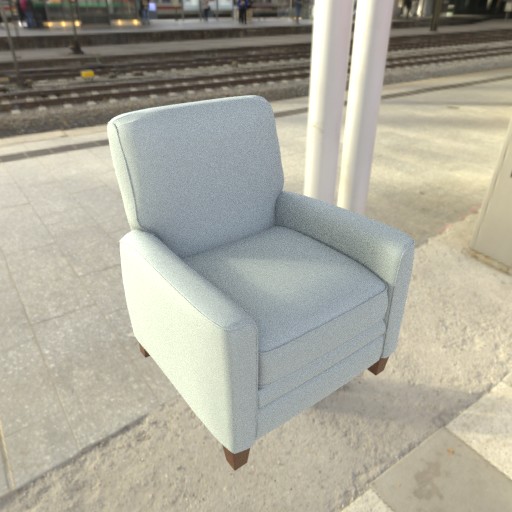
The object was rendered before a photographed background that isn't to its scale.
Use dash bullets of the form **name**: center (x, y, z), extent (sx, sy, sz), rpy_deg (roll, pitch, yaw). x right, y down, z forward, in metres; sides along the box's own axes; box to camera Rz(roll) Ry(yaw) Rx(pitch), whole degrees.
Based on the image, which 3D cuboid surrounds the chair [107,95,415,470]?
- **chair**: center (0.000, 0.000, 1.654), extent (0.853, 1.007, 0.846), rpy_deg (-21, 36, -32)
